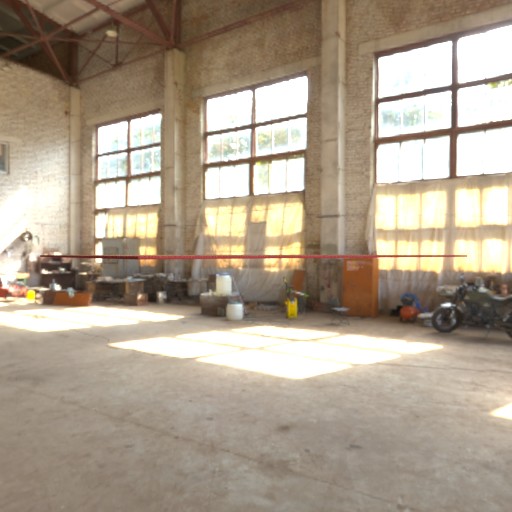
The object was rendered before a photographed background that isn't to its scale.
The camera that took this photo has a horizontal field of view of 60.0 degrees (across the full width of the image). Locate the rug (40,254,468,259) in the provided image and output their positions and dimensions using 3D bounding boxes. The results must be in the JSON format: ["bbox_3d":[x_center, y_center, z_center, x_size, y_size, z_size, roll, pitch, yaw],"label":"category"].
[{"bbox_3d":[0.000,0.000,2.823,2.211,0.013,1.593,0,0,-37],"label":"rug"}]
